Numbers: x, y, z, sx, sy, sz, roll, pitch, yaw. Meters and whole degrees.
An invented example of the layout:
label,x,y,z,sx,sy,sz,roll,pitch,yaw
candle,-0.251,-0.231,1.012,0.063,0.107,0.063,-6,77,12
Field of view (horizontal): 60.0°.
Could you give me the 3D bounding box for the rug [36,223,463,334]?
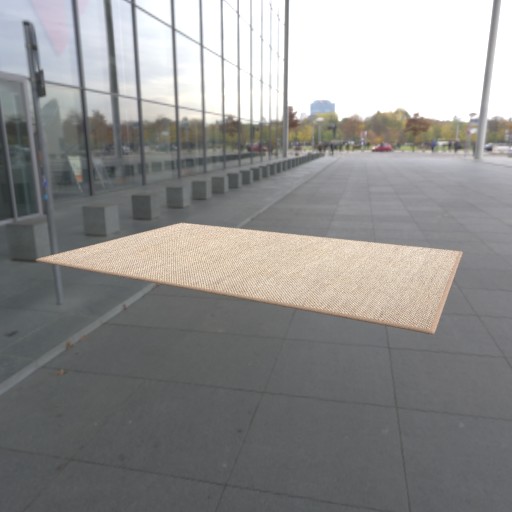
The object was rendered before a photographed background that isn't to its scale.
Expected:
label,x,y,z,sx,sy,sz,roll,pitch,yaw
rug,0.000,0.000,2.039,1.668,0.012,1.061,8,16,27
